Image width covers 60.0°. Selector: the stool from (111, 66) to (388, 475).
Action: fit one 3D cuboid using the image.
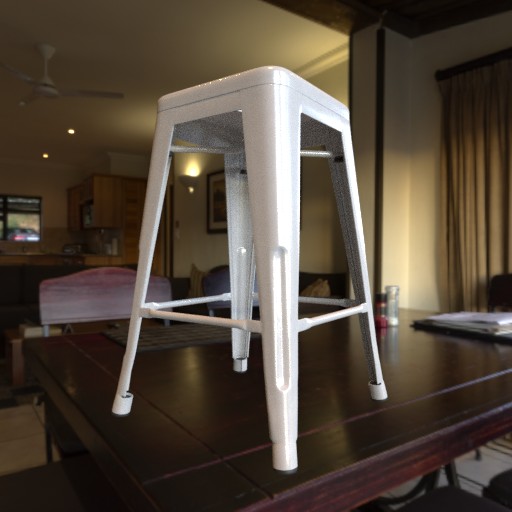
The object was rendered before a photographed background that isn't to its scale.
[{"bbox_3d":[0.000,0.000,0.889,0.406,0.610,0.406,1,1,36],"label":"stool"}]
